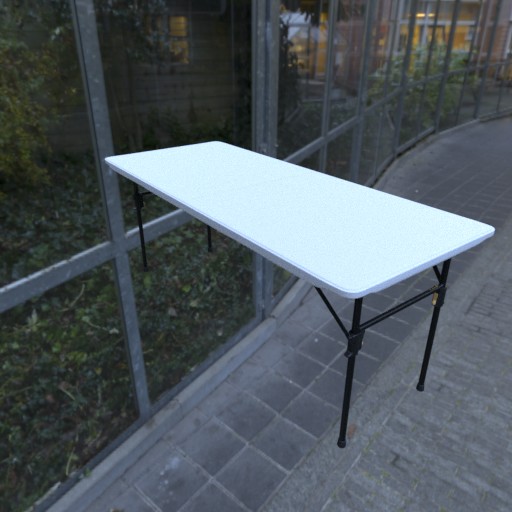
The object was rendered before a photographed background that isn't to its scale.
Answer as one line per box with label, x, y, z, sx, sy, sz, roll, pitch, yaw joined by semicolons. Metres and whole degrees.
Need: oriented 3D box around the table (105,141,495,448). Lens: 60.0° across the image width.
table;0.000;0.000;2.158;0.761;0.719;1.829;-18;32;-33
